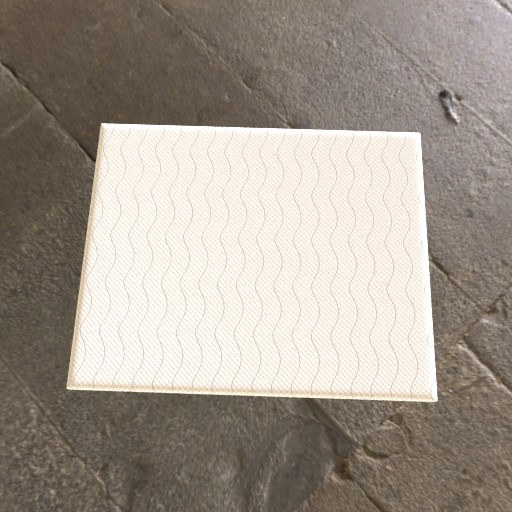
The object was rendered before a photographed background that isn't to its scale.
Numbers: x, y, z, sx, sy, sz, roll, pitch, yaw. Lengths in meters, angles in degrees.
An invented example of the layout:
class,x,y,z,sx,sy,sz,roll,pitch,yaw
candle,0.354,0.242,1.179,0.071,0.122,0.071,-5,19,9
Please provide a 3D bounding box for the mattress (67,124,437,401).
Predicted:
class,x,y,z,sx,sy,sz,roll,pitch,yaw
mattress,0.000,0.000,2.675,2.000,0.230,1.600,2,76,0
